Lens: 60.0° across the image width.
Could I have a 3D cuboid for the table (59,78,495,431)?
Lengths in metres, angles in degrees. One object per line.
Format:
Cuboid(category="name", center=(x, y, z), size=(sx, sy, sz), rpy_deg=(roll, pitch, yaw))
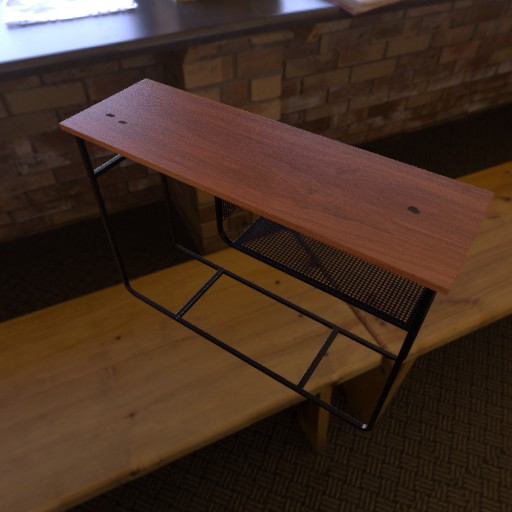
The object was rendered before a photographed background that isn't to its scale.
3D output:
Cuboid(category="table", center=(0.000, 0.000, 1.410), size=(1.100, 0.750, 0.350), rpy_deg=(25, 51, 23))
